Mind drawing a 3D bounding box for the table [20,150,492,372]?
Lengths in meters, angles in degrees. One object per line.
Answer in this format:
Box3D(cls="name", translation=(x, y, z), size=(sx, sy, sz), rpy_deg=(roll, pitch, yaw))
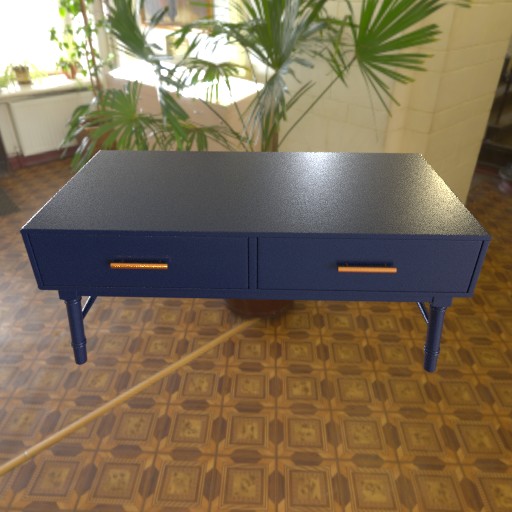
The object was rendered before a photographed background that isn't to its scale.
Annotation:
Box3D(cls="table", translation=(0.000, 0.000, 1.343), size=(1.067, 0.457, 0.572), rpy_deg=(1, 32, 1))
